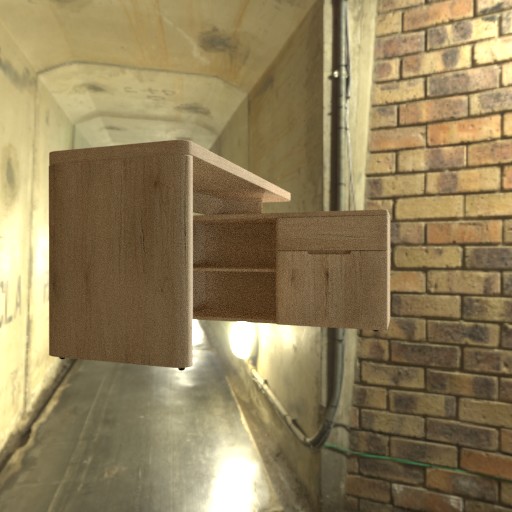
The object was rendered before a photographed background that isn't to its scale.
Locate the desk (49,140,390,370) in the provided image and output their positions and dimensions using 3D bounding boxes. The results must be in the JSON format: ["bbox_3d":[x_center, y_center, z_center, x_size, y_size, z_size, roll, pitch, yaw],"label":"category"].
[{"bbox_3d":[0.000,0.000,2.106,1.175,0.770,1.400,0,0,19],"label":"desk"}]
